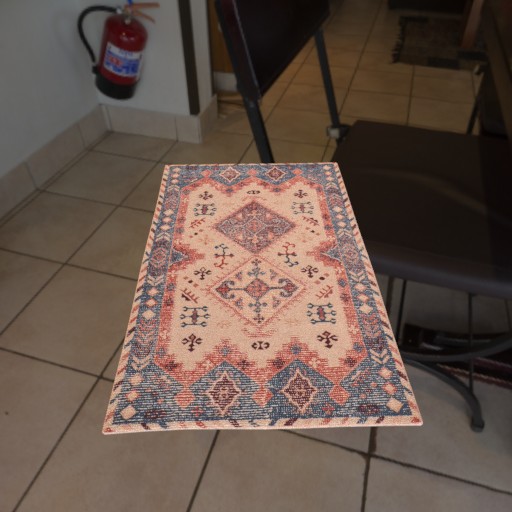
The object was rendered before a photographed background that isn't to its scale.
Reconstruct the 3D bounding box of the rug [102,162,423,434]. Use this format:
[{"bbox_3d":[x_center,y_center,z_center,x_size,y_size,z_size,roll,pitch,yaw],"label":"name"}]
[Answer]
[{"bbox_3d":[0.000,0.000,3.004,1.521,0.023,2.464,-1,42,-1],"label":"rug"}]
